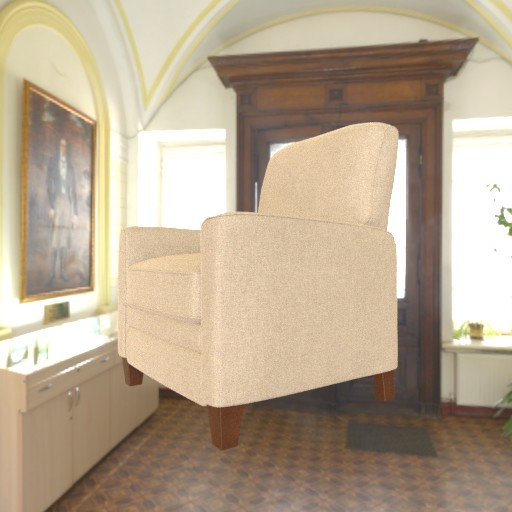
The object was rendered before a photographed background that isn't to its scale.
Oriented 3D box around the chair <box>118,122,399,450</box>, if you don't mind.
[{"bbox_3d":[0.000,0.000,1.689,0.859,1.023,0.845,0,0,-36],"label":"chair"}]
